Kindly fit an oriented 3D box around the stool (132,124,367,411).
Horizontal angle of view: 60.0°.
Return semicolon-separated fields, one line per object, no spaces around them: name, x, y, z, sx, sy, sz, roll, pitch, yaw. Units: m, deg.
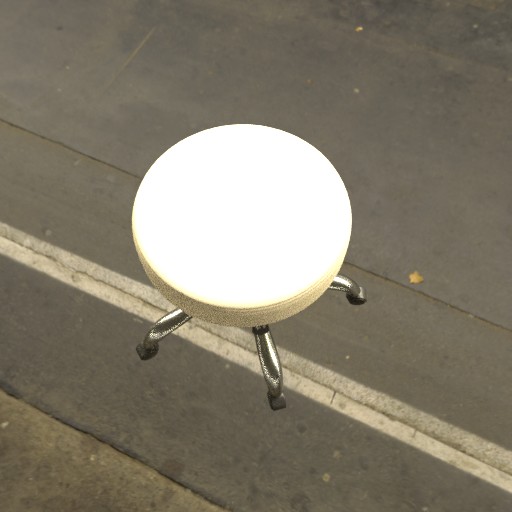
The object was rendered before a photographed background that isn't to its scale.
stool;0.000;0.000;1.044;0.614;0.482;0.634;3;64;2
